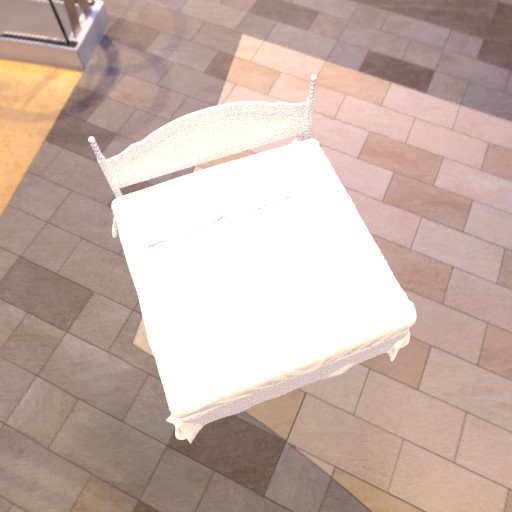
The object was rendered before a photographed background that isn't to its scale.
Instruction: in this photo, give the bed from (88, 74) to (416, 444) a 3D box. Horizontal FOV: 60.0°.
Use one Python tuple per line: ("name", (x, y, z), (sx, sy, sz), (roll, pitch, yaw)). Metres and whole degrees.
("bed", (0.000, 0.000, 3.670), (2.322, 1.355, 2.219), (-19, 65, -9))
